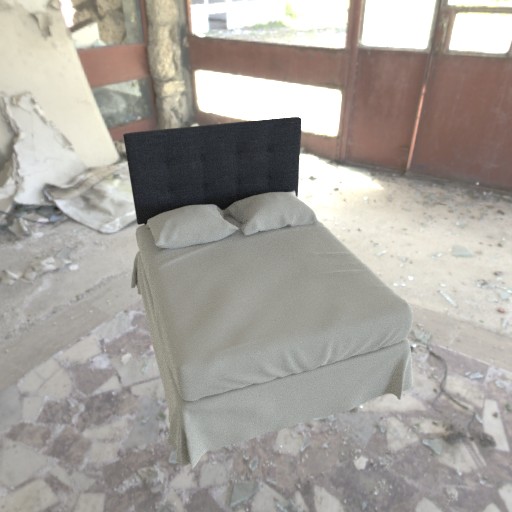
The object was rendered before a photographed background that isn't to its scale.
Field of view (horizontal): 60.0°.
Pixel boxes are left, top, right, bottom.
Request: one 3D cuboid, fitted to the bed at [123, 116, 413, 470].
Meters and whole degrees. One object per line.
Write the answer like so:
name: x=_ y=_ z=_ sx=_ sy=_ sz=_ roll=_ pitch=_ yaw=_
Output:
bed: x=0.000 y=0.000 z=3.538 sx=1.936 sy=1.577 sz=2.222 roll=-11 pitch=33 yaw=-17
